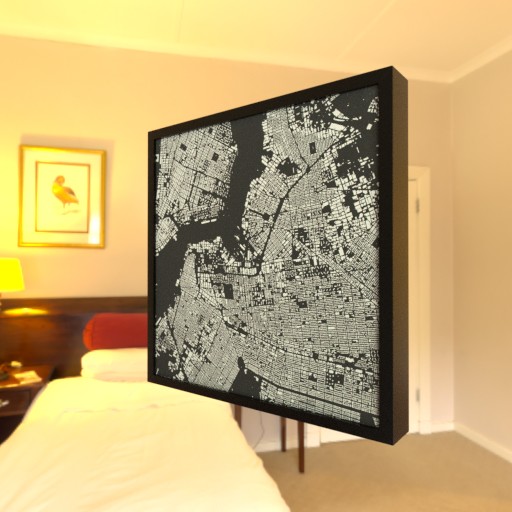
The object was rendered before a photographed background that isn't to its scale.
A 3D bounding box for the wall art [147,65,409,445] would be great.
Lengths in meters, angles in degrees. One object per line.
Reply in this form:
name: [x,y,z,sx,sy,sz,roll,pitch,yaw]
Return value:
wall art: [0.000,0.000,0.454,0.299,0.299,0.037,0,-1,37]
